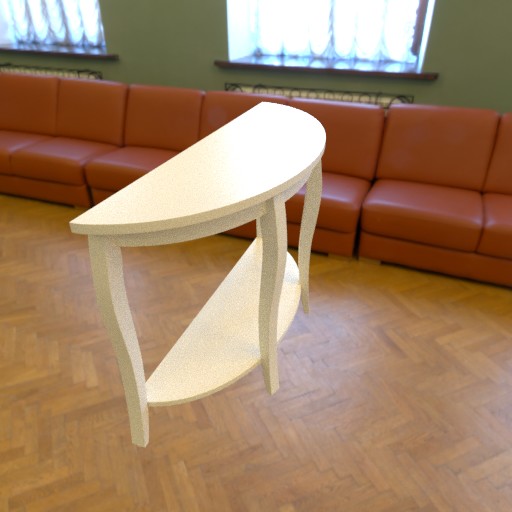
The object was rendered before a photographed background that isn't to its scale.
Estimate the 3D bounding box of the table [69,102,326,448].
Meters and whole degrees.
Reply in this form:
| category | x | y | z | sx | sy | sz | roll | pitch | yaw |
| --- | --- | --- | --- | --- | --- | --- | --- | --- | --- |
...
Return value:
| category | x | y | z | sx | sy | sz | roll | pitch | yaw |
| --- | --- | --- | --- | --- | --- | --- | --- | --- | --- |
| table | 0.000 | 0.000 | 1.572 | 0.394 | 0.780 | 1.219 | 11 | 33 | 17 |
